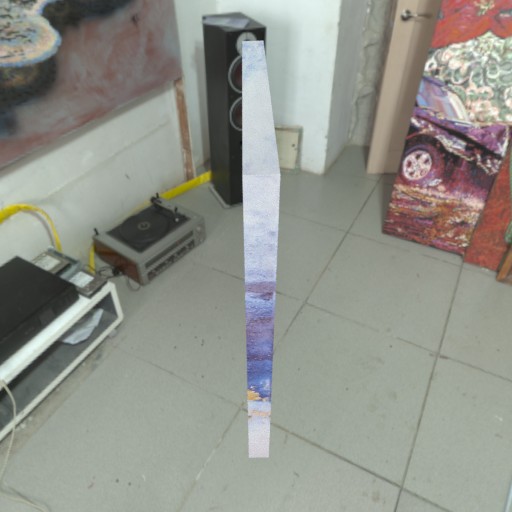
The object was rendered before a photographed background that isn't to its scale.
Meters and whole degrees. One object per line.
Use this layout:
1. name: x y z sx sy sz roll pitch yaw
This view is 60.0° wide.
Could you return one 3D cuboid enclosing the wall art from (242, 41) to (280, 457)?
1. wall art: 0.000 0.000 0.771 0.036 0.581 0.437 -1 41 -1
